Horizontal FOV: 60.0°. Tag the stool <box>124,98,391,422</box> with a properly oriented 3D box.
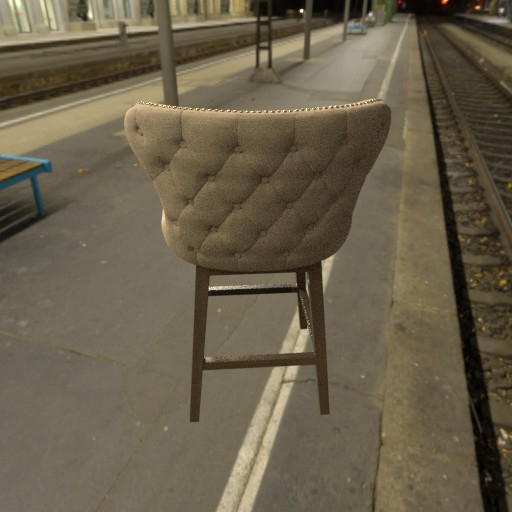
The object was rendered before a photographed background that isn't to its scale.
[{"bbox_3d":[0.000,0.000,1.342,0.615,0.972,0.597,-2,30,-4],"label":"stool"}]
